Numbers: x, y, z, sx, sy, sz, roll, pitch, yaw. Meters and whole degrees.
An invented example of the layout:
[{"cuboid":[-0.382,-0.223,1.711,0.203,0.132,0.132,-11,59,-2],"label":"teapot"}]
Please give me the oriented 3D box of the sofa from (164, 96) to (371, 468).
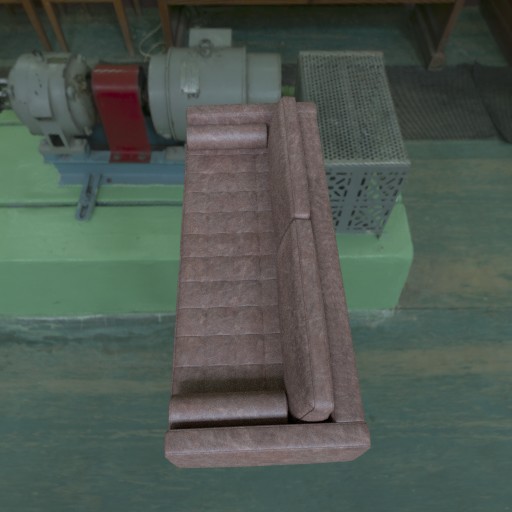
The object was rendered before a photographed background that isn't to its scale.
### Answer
[{"cuboid":[0.000,0.000,2.605,0.914,0.762,2.210,-2,58,-1],"label":"sofa"}]
